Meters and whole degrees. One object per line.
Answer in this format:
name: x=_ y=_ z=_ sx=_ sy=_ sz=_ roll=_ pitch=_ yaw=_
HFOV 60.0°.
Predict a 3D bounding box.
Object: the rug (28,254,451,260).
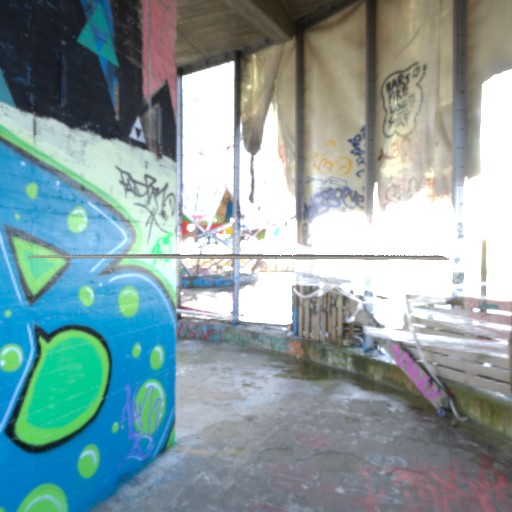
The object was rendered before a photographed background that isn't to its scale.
rug: x=0.000 y=0.000 z=2.907 sx=2.294 sy=0.014 sz=1.528 roll=0 pitch=1 yaw=21
